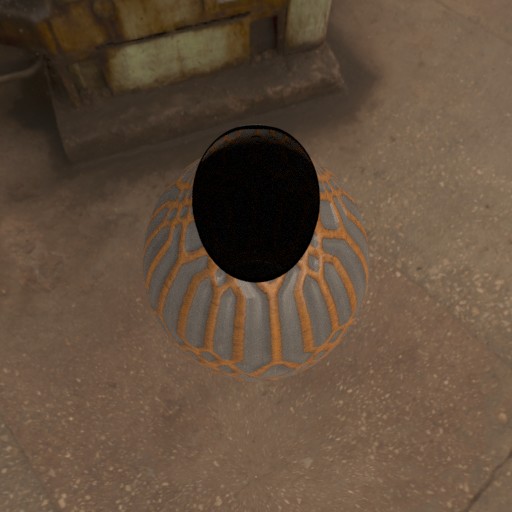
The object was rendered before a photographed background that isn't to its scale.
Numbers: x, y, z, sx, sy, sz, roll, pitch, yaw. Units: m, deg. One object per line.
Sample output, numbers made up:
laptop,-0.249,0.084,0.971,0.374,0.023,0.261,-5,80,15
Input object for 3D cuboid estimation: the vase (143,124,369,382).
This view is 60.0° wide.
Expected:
vase,0.000,0.000,0.134,0.069,0.088,0.069,0,64,0
